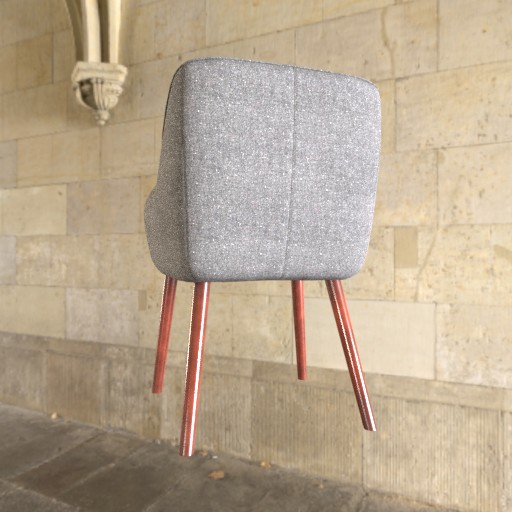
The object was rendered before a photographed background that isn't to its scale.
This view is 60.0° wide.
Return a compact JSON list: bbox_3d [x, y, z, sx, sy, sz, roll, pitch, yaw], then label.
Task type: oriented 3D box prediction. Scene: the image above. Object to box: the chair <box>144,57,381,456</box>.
[{"bbox_3d":[0.000,0.000,1.161,0.543,0.803,0.519,0,0,-18],"label":"chair"}]
